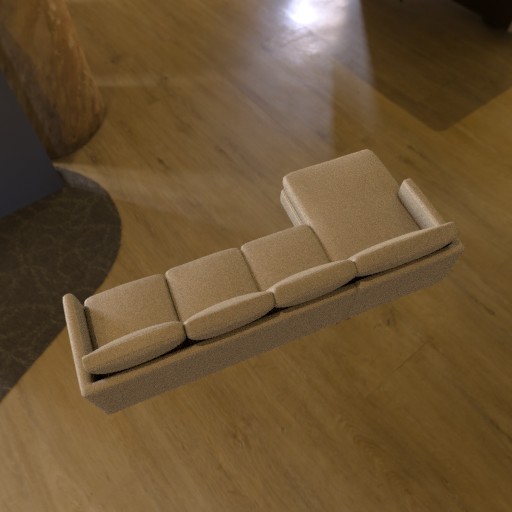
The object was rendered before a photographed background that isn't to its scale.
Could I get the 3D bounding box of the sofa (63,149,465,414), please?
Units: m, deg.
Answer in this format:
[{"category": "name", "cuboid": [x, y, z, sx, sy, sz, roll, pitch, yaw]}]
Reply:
[{"category": "sofa", "cuboid": [0.000, 0.000, 3.899, 3.201, 0.876, 1.502, -19, 61, -11]}]
